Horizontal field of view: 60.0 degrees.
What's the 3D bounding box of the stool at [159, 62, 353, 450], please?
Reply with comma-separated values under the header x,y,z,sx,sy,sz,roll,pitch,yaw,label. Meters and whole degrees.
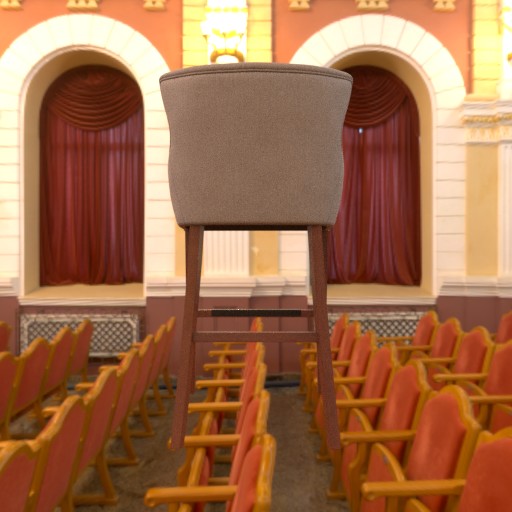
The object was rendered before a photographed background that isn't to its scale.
x,y,z,sx,sy,sz,roll,pitch,yaw,label
0.000,0.000,1.421,0.575,1.047,0.575,0,0,0,stool
